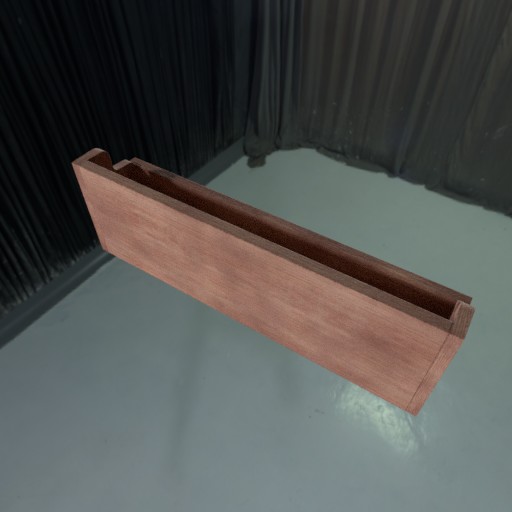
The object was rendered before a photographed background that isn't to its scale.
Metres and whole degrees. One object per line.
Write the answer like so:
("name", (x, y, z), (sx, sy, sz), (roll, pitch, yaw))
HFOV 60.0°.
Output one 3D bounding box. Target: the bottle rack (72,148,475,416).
("bottle rack", (0.000, 0.000, 0.694), (0.608, 0.196, 0.126), (25, 52, 21))
